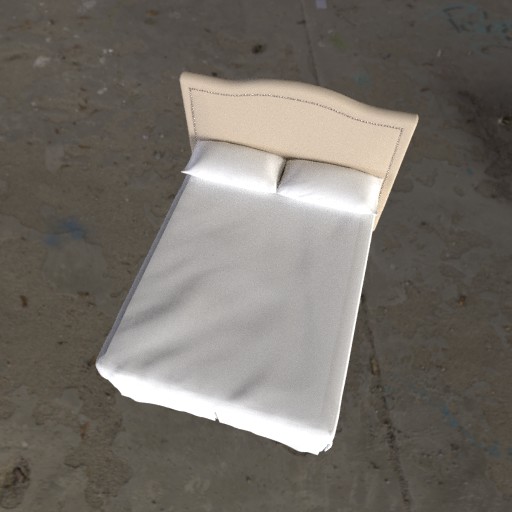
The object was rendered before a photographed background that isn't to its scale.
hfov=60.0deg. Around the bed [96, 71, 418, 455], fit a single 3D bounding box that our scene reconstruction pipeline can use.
[{"bbox_3d":[0.000,0.000,3.206,1.753,1.460,2.143,14,59,8],"label":"bed"}]
